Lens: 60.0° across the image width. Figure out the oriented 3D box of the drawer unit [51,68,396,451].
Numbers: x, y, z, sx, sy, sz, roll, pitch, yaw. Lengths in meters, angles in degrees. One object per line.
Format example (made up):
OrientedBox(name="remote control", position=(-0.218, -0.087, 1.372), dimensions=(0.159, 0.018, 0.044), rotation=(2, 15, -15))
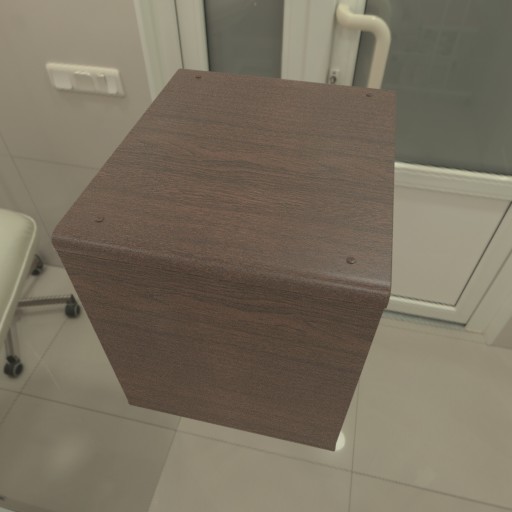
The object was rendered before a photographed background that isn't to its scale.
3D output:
OrientedBox(name="drawer unit", position=(0.000, 0.000, 0.599), dimensions=(0.290, 0.344, 0.344), rotation=(9, 48, 9))
